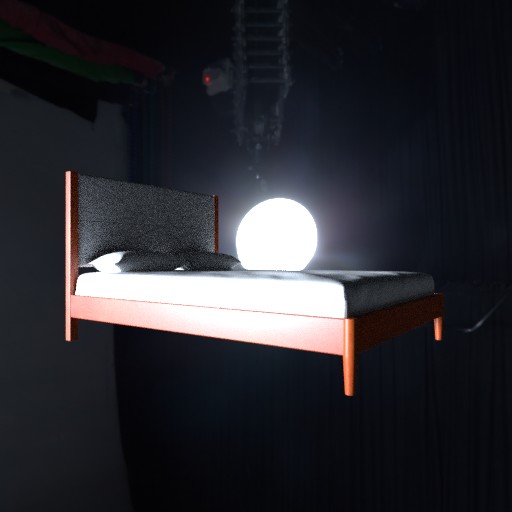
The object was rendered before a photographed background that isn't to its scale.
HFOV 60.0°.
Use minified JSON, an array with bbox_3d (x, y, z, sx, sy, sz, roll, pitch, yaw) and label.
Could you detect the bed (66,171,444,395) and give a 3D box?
[{"bbox_3d":[0.000,0.000,3.071,2.117,1.165,1.566,0,0,36],"label":"bed"}]
